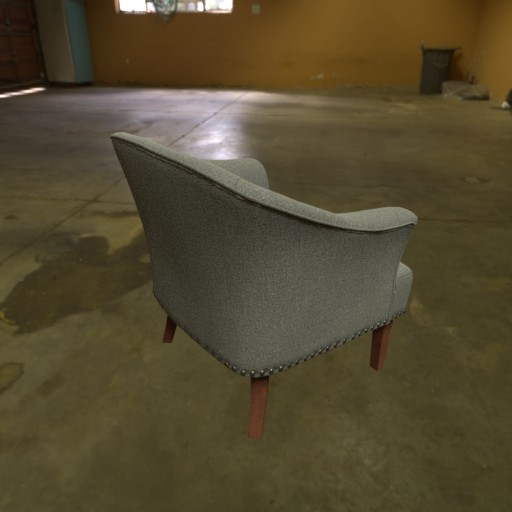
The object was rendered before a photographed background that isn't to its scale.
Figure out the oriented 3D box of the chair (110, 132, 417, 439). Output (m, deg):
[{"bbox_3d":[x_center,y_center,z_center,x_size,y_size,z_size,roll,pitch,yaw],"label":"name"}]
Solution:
[{"bbox_3d":[0.000,0.000,1.427,0.704,0.815,0.798,-18,31,-32],"label":"chair"}]
